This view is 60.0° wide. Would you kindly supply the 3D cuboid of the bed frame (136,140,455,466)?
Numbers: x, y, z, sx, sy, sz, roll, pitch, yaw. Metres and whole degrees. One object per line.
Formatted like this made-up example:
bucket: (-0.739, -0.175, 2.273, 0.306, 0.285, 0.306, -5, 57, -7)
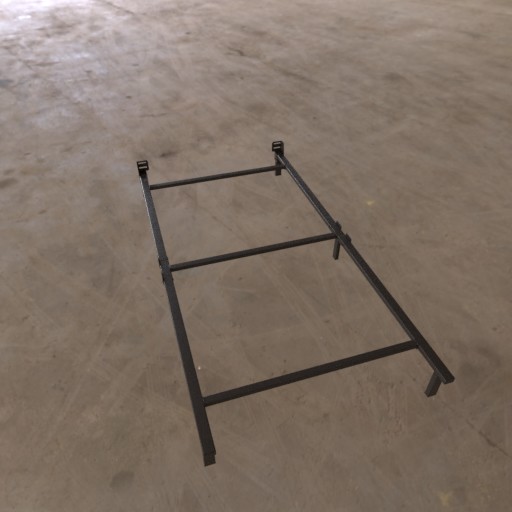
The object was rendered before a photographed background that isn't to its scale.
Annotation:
bed frame: (0.000, 0.000, 2.258, 0.968, 0.248, 1.897, -12, 42, -13)
